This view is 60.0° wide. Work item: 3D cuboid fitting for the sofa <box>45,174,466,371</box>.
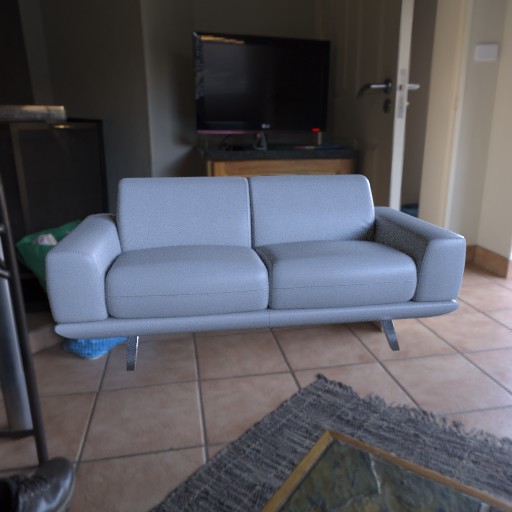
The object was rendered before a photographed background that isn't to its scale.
[{"bbox_3d":[0.000,0.000,2.381,1.901,0.772,0.900,-2,16,-8],"label":"sofa"}]
